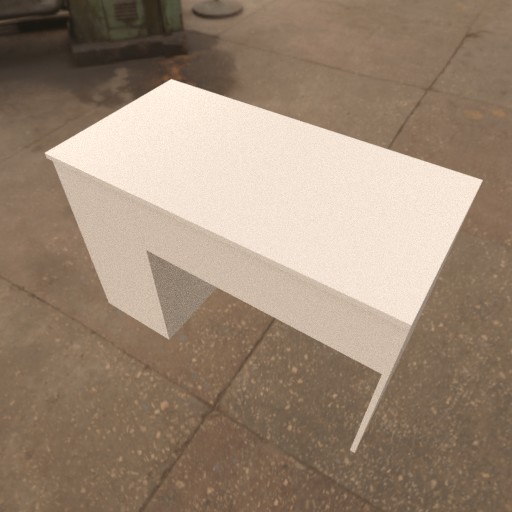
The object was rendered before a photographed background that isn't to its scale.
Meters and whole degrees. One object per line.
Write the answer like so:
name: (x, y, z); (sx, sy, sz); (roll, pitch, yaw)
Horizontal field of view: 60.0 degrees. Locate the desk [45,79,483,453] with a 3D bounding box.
desk: (0.000, 0.000, 1.507); (1.097, 0.735, 0.560); (25, 52, 22)
